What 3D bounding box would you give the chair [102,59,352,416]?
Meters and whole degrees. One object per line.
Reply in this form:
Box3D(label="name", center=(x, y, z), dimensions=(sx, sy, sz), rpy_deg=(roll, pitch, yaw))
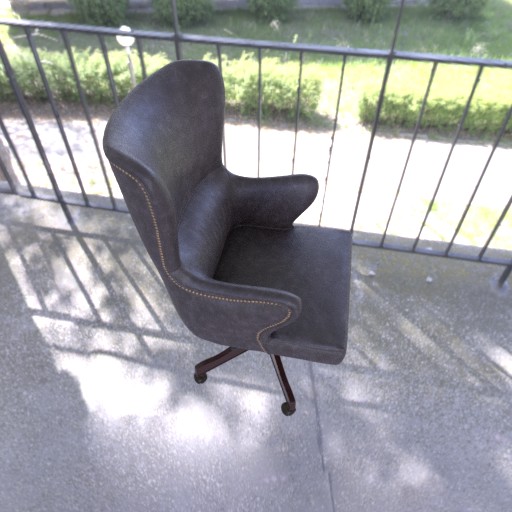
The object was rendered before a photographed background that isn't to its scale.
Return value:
Box3D(label="chair", center=(0.000, 0.000, 1.453), dimensions=(0.717, 1.037, 0.594), rpy_deg=(8, 46, 7))
